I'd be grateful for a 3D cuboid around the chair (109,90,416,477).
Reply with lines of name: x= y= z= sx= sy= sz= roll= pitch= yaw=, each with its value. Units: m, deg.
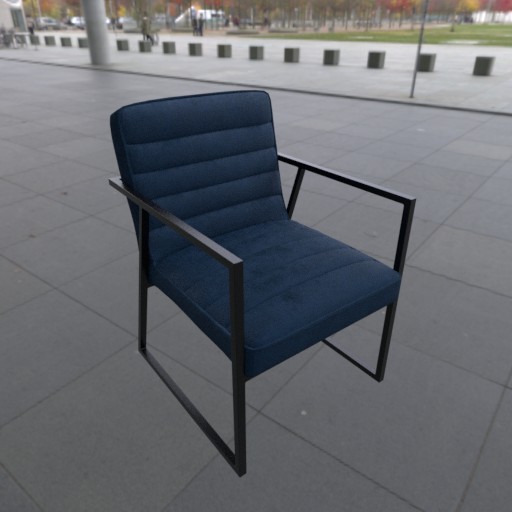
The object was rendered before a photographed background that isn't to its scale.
chair: x=0.000 y=0.000 z=1.292 sx=0.571 sy=0.833 sz=0.677 roll=-20 pitch=34 yaw=-32
